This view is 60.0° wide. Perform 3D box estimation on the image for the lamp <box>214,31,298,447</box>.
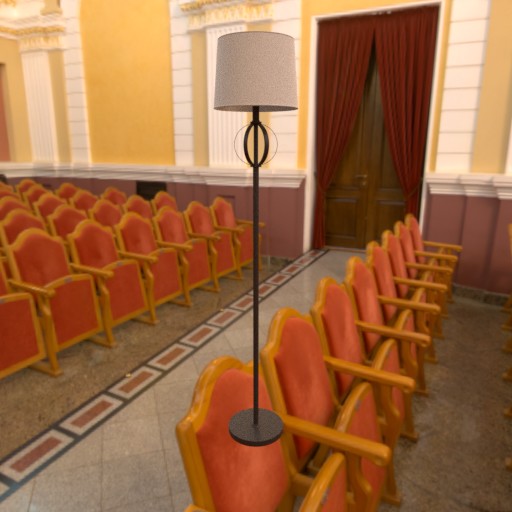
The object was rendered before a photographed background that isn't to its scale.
[{"bbox_3d":[0.000,0.000,1.637,0.286,1.462,0.286,7,16,27],"label":"lamp"}]
